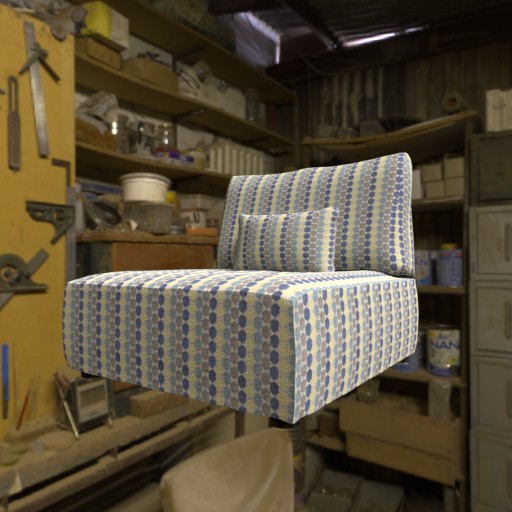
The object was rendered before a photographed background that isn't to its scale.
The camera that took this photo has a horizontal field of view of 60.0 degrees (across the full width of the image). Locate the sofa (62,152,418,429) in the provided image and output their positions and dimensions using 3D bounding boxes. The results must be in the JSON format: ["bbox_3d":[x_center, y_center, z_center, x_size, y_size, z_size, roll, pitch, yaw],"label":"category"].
[{"bbox_3d":[0.000,0.000,1.668,0.930,0.830,1.000,0,-1,35],"label":"sofa"}]
